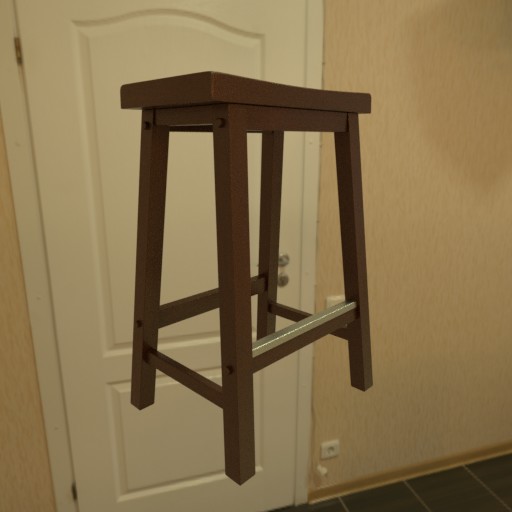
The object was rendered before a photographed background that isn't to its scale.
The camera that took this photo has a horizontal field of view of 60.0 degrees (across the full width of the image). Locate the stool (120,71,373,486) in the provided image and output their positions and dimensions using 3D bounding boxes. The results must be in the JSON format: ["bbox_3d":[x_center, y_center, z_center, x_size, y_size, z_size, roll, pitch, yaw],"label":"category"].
[{"bbox_3d":[0.000,0.000,0.862,0.322,0.610,0.406,14,20,42],"label":"stool"}]
